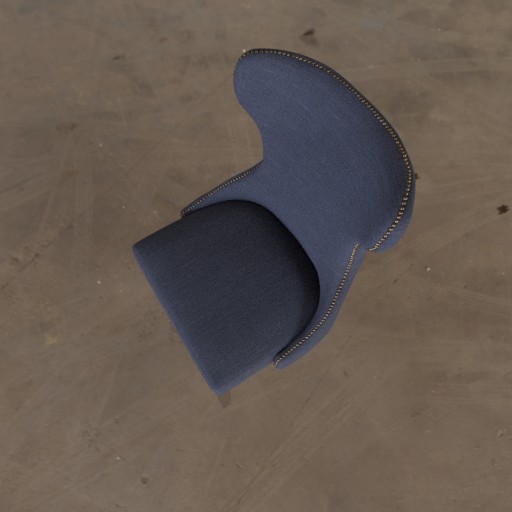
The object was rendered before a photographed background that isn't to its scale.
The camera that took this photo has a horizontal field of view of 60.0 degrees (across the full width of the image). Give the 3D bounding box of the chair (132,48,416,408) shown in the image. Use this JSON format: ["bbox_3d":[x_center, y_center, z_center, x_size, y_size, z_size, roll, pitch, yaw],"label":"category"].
[{"bbox_3d":[0.000,0.000,1.363,0.635,0.967,0.628,-30,67,-14],"label":"chair"}]
